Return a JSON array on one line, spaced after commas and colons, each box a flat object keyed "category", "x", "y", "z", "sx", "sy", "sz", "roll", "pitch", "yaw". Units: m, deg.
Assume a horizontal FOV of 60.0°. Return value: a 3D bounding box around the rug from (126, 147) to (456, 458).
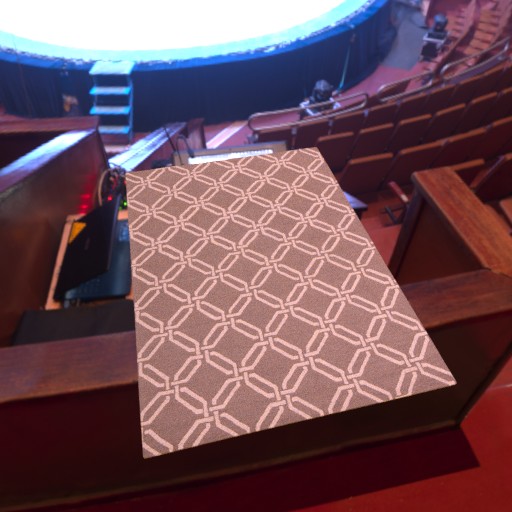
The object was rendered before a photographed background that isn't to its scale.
[{"category": "rug", "x": 0.000, "y": 0.000, "z": 4.427, "sx": 2.441, "sy": 0.020, "sz": 3.419, "roll": -10, "pitch": 48, "yaw": -9}]
